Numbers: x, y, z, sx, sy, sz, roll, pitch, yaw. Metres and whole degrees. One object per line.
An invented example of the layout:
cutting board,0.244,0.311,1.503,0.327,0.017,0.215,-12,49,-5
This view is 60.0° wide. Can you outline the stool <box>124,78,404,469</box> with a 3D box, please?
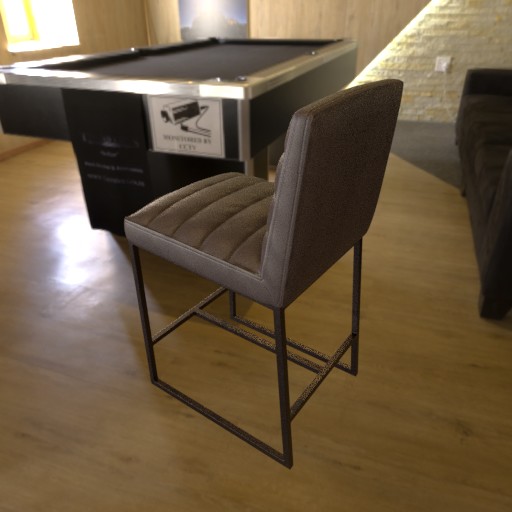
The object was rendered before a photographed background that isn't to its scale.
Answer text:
stool,0.000,0.000,1.246,0.562,0.946,0.463,20,35,30
